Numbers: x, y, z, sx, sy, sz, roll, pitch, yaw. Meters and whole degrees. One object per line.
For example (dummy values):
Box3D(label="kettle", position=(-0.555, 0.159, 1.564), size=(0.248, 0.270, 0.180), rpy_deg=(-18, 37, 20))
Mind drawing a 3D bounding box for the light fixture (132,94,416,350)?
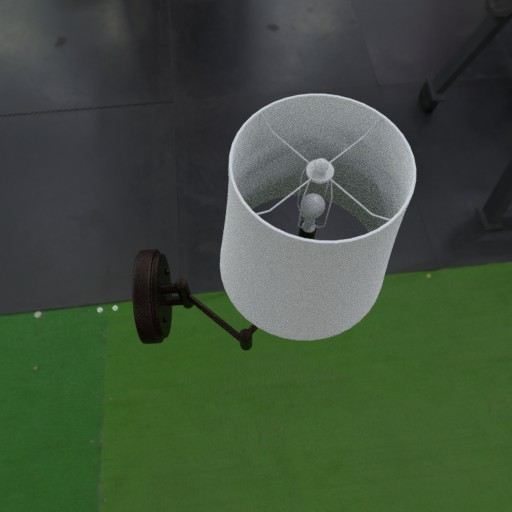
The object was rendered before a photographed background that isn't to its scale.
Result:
Box3D(label="light fixture", position=(0.000, 0.000, 0.264), size=(0.157, 0.172, 0.100), rpy_deg=(-3, 63, -2))
